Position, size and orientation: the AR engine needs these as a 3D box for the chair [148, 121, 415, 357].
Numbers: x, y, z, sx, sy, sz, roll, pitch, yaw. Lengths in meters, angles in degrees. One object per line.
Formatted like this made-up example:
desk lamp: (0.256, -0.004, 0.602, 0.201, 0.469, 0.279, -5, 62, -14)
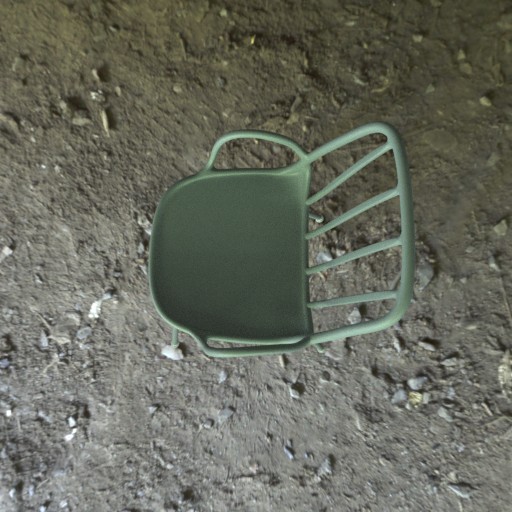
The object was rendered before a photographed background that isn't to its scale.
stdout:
chair: (0.000, 0.000, 1.228, 0.597, 0.816, 0.549, 1, 77, 0)
